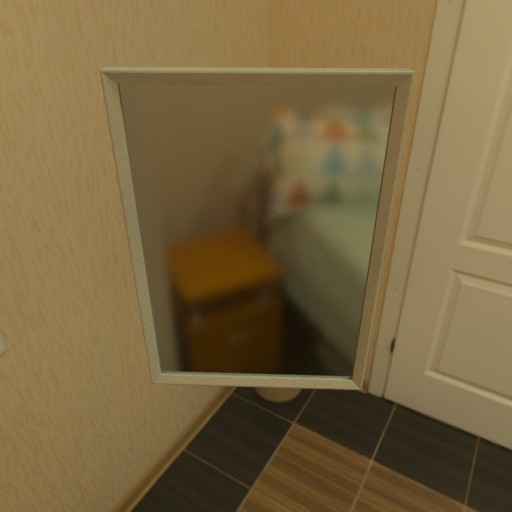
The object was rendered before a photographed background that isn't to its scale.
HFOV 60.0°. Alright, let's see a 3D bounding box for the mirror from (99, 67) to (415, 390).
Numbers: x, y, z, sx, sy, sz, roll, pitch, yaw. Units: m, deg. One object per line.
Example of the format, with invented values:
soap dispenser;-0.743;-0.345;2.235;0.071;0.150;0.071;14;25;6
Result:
mirror;0.000;0.000;0.905;0.507;0.710;0.039;1;30;2
